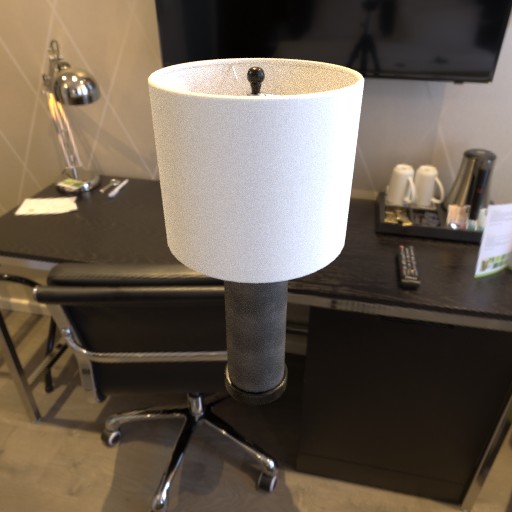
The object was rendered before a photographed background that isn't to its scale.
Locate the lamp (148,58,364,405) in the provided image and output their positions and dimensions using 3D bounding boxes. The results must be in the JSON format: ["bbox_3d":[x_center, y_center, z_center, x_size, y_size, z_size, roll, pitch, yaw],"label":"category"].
[{"bbox_3d":[0.000,0.000,0.798,0.305,0.634,0.305,-10,33,-15],"label":"lamp"}]
